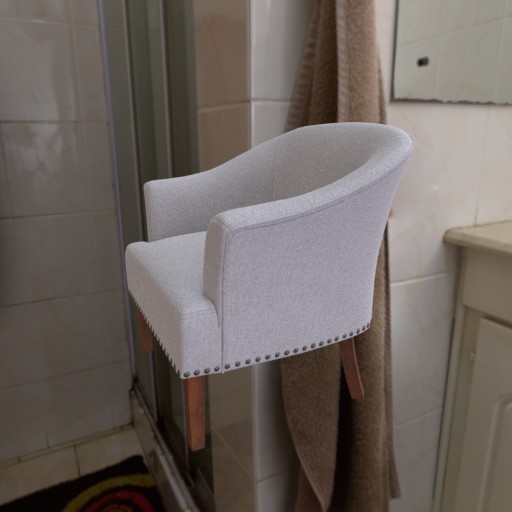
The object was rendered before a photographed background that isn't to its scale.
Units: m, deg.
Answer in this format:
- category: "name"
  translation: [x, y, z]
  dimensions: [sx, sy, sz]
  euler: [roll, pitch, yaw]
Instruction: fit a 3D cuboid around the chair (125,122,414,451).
- category: "chair"
  translation: [0.000, 0.000, 1.399]
  dimensions: [0.704, 0.815, 0.798]
  euler: [-7, 17, -25]
